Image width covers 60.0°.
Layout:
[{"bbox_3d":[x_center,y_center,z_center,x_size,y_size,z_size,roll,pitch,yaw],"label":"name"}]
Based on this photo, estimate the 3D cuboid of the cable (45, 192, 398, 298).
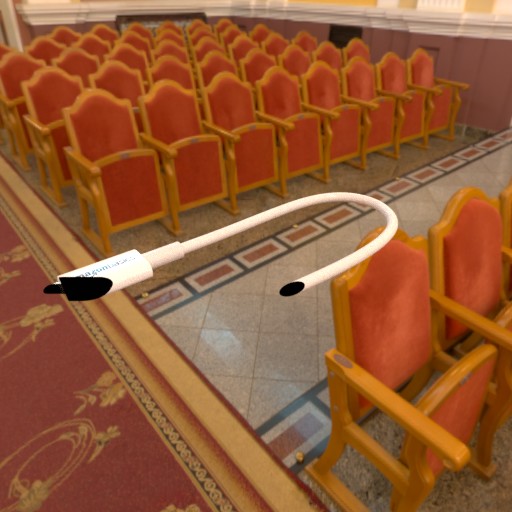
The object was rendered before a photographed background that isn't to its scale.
[{"bbox_3d":[0.000,0.000,0.112,0.098,0.006,0.040,-23,39,-32],"label":"cable"}]
